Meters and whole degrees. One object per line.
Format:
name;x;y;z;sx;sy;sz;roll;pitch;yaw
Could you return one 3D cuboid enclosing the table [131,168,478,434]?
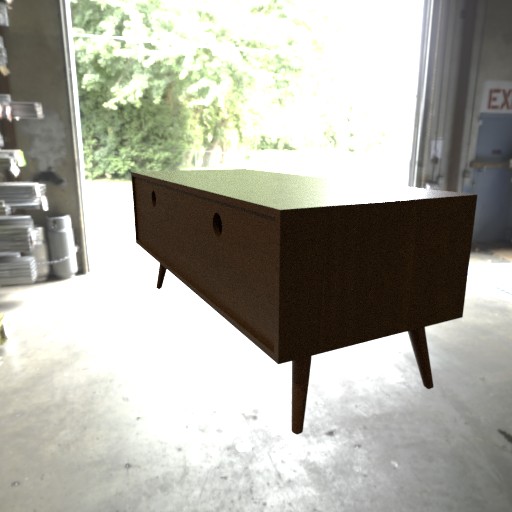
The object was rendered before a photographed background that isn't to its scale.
table;0.000;0.000;1.365;0.490;0.464;1.119;-7;16;-26
